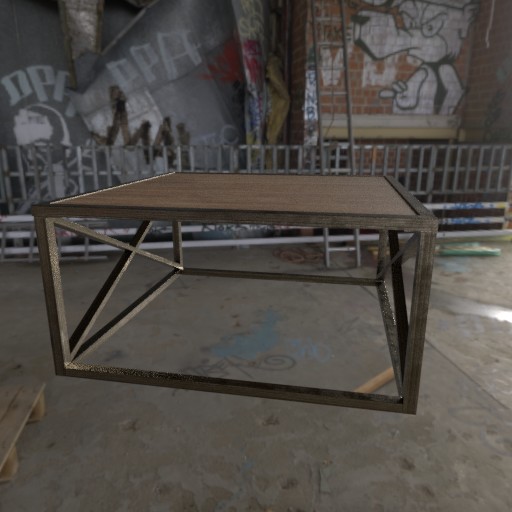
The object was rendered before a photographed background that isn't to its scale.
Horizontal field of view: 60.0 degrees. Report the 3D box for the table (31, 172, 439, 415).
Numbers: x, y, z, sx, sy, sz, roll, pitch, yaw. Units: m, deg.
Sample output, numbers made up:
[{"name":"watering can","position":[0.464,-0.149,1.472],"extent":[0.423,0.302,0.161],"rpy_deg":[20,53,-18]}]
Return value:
[{"name":"table","position":[0.000,0.000,1.446],"extent":[0.909,0.451,0.899],"rpy_deg":[3,16,10]}]
